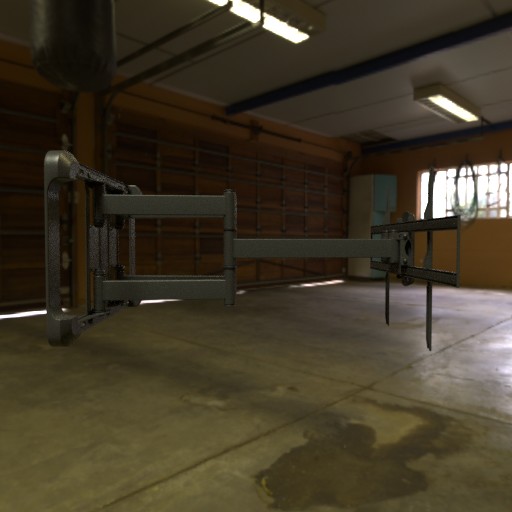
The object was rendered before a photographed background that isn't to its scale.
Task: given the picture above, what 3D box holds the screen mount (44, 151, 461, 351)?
[{"bbox_3d":[0.000,0.000,1.307,0.905,0.483,0.725,0,2,-1],"label":"screen mount"}]
